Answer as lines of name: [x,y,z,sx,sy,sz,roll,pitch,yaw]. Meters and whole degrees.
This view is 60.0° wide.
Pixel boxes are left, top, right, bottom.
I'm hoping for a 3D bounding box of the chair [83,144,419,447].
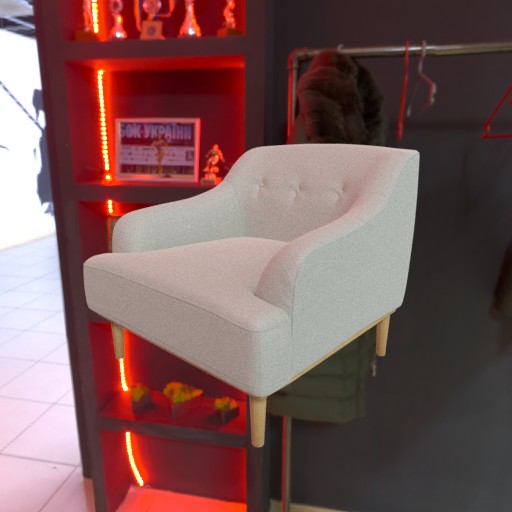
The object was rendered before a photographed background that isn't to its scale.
chair: [0.000,0.000,1.670,0.946,0.818,0.951,13,19,42]
